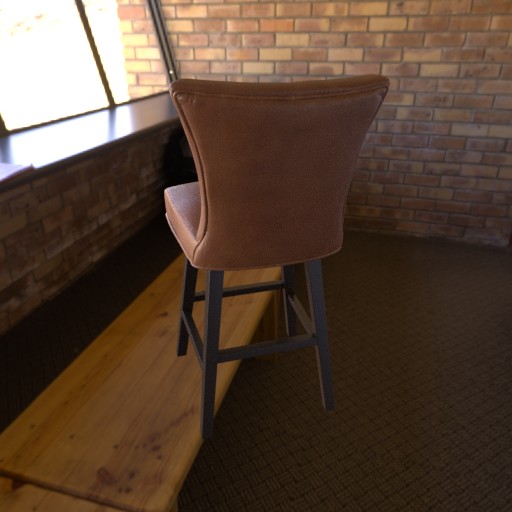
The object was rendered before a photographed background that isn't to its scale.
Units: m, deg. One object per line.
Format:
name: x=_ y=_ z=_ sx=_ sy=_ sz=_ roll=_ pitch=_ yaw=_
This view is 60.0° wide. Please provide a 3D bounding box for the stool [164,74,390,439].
stool: x=0.000 y=0.000 z=1.410 sx=0.522 sy=1.094 sz=0.585 roll=-7 pitch=27 yaw=-14
